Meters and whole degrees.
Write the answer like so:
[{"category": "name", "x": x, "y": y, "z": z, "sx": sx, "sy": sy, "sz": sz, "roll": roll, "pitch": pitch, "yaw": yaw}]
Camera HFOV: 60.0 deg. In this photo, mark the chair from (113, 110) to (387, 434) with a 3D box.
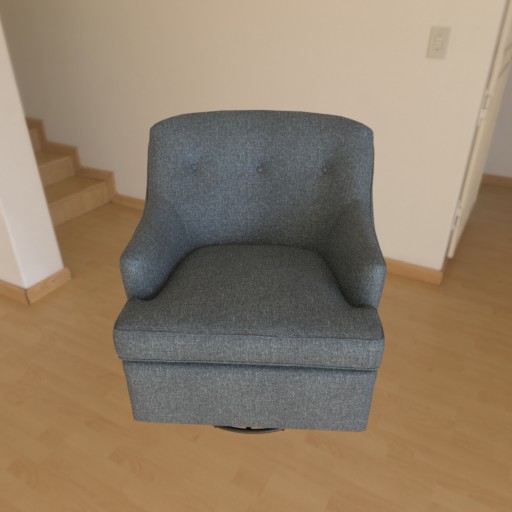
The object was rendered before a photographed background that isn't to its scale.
[{"category": "chair", "x": 0.000, "y": 0.000, "z": 1.606, "sx": 0.864, "sy": 0.856, "sz": 0.923, "roll": 2, "pitch": 30, "yaw": 3}]
